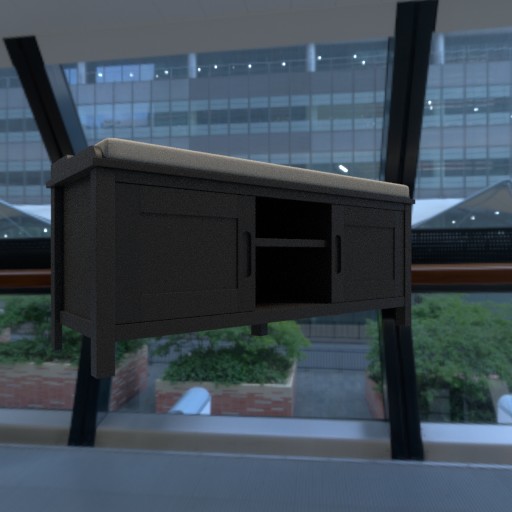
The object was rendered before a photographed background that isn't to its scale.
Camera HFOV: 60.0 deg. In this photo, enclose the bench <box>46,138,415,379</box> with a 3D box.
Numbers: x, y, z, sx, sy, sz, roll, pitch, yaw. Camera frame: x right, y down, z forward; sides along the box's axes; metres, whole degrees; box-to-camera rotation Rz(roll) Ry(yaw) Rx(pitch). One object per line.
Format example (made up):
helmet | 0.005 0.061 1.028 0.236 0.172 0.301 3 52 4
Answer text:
bench | 0.000 0.000 1.401 1.140 0.501 0.398 0 0 -38
